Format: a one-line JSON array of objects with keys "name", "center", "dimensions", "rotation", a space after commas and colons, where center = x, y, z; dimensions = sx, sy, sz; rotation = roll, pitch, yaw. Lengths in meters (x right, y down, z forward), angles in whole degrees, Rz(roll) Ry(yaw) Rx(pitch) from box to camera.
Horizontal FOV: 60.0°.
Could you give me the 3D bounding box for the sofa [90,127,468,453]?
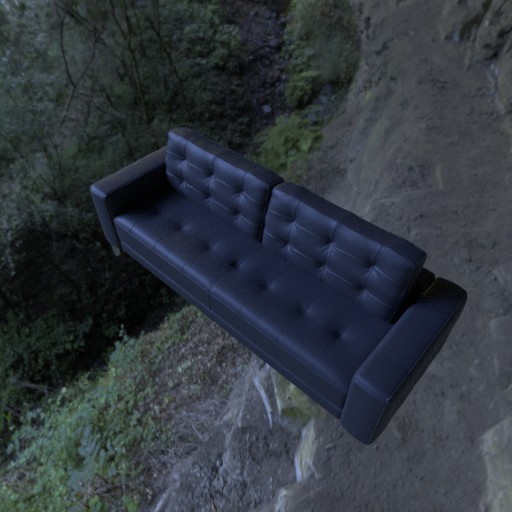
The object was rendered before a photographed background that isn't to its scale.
[{"name": "sofa", "center": [0.000, 0.000, 2.730], "dimensions": [2.275, 0.893, 0.833], "rotation": [33, 54, 28]}]
